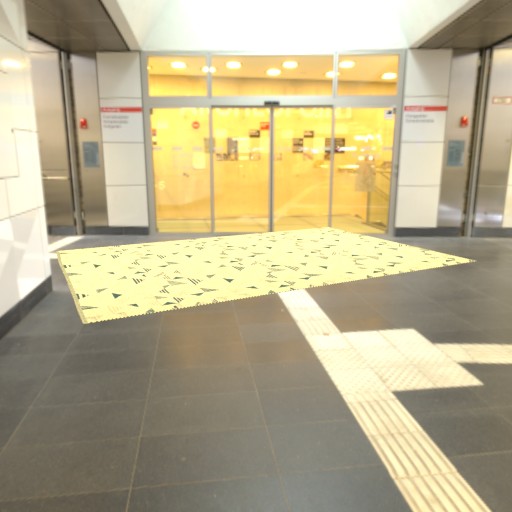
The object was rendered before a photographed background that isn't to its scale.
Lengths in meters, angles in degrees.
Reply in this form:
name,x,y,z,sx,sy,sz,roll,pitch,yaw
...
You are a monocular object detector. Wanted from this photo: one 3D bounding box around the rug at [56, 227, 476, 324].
name,x,y,z,sx,sy,sz,roll,pitch,yaw
rug,0.000,0.000,2.294,1.835,0.003,1.206,-6,14,-27
